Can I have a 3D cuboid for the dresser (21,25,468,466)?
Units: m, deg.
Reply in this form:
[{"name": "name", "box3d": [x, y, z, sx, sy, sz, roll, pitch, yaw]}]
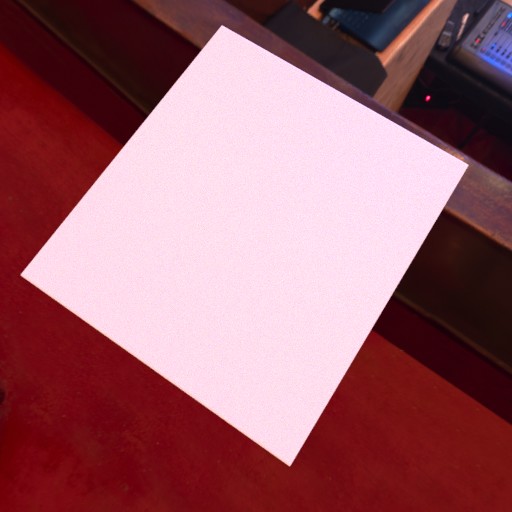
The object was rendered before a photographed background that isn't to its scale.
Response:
[{"name": "dresser", "box3d": [0.000, 0.000, 0.727, 0.400, 0.360, 0.430, 33, 78, 8]}]
